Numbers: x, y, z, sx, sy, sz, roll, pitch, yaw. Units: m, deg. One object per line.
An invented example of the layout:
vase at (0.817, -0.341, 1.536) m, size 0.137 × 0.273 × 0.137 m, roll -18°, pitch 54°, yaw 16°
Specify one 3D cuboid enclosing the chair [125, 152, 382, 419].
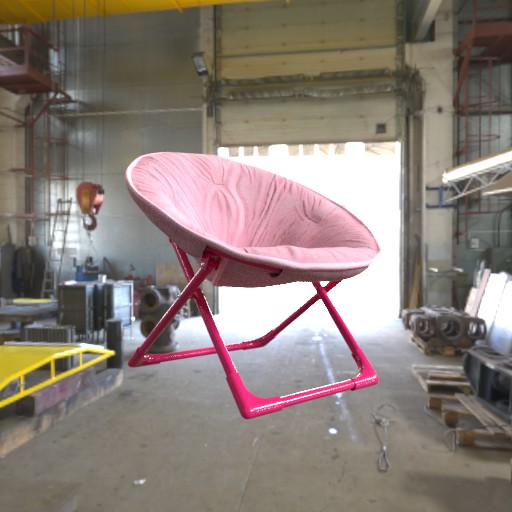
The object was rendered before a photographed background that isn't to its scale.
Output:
chair at (0.000, 0.000, 0.908) m, size 0.522 × 0.494 × 0.459 m, roll 0°, pitch 1°, yaw -36°
